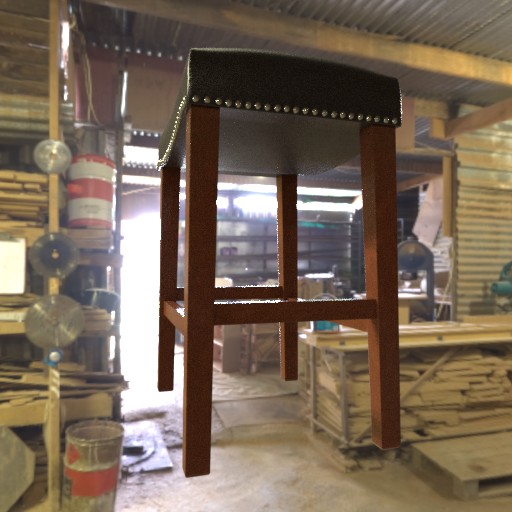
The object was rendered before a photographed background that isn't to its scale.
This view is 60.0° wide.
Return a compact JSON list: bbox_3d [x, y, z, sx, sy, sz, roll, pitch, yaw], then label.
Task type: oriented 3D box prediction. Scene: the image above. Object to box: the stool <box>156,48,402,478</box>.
[{"bbox_3d":[0.000,0.000,0.927,0.372,0.654,0.504,0,-1,-17],"label":"stool"}]
